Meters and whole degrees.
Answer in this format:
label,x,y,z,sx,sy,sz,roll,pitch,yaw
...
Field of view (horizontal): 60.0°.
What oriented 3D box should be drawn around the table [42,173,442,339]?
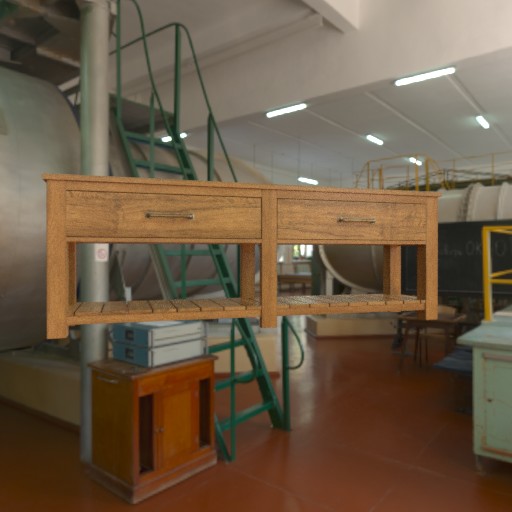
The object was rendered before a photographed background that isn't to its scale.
label,x,y,z,sx,sy,sz,roll,pitch,yaw
table,0.000,0.000,2.133,1.815,0.635,0.425,0,0,-17
